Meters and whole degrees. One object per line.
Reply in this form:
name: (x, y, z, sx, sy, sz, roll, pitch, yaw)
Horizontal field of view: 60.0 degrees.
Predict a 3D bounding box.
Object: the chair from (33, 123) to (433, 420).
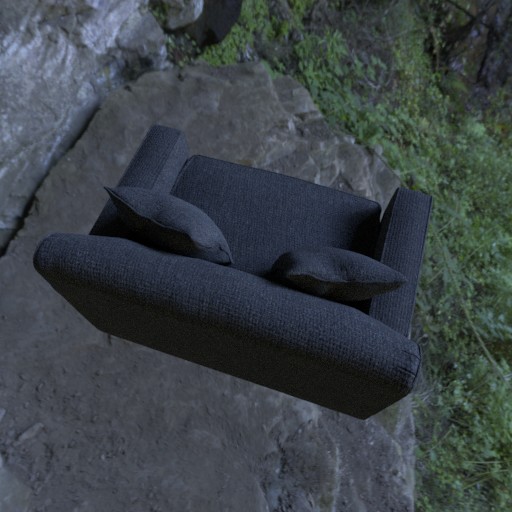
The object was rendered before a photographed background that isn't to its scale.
chair: (0.000, 0.000, 2.027, 1.383, 0.948, 1.000, 16, 64, 8)
